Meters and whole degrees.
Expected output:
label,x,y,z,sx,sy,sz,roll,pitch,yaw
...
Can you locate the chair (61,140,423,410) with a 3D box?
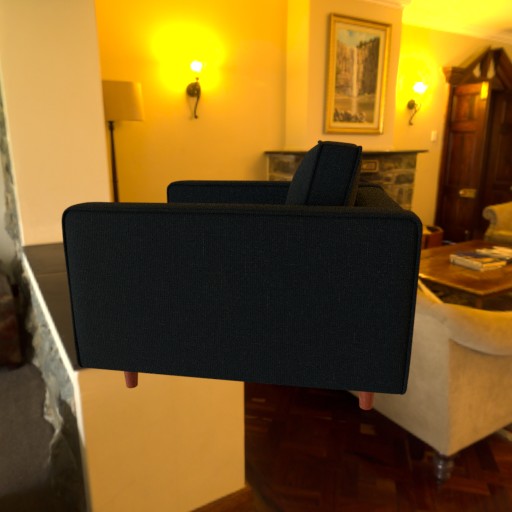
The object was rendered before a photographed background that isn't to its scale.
label,x,y,z,sx,sy,sz,roll,pitch,yaw
chair,0.000,0.000,1.533,0.920,0.770,0.899,2,14,9
